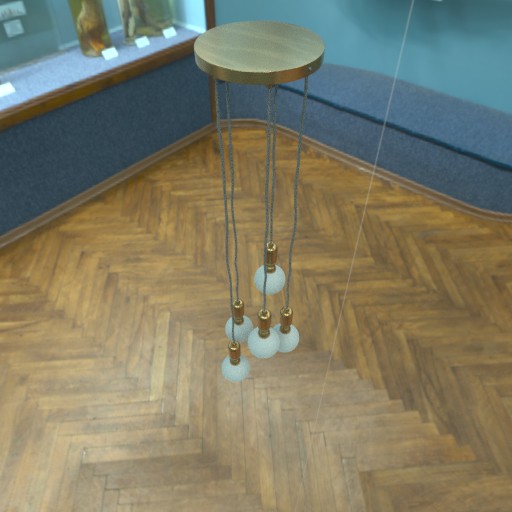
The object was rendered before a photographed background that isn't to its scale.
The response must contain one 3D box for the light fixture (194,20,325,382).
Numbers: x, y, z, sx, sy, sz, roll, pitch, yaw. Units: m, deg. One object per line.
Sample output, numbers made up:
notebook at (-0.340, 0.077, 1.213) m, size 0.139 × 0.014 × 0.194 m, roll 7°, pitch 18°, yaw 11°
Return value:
light fixture at (0.000, 0.000, 0.493) m, size 0.105 × 0.457 × 0.108 m, roll 34°, pitch 55°, yaw 28°
